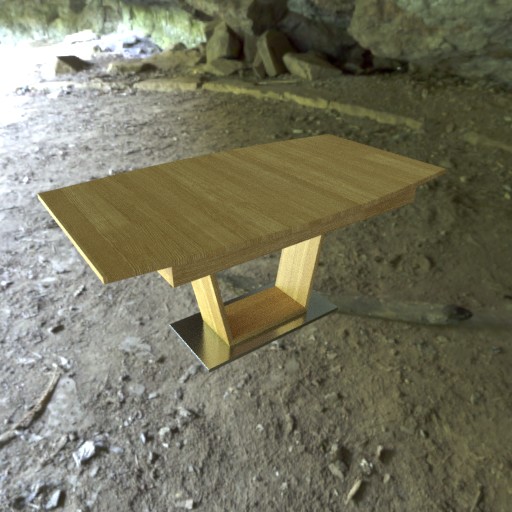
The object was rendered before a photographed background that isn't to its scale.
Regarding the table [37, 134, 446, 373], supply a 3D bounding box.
[{"bbox_3d":[0.000,0.000,2.088,1.598,0.748,0.900,-20,35,-30],"label":"table"}]
